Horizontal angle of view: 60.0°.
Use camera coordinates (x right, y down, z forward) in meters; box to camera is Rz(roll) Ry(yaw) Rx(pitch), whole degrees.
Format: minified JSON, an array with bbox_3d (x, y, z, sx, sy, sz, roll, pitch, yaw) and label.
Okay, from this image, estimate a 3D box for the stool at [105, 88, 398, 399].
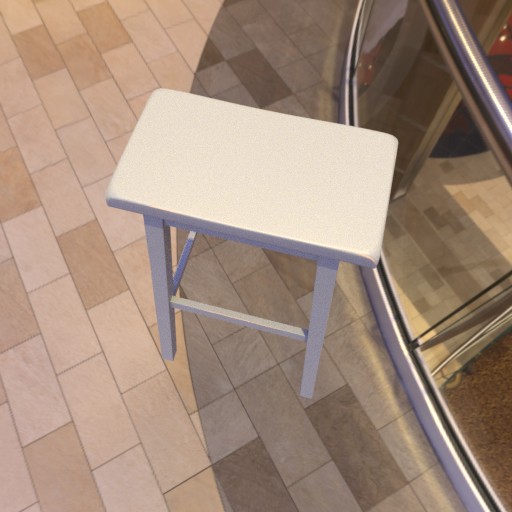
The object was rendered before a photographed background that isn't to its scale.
[{"bbox_3d":[0.000,0.000,1.065,0.457,0.737,0.476,13,66,6],"label":"stool"}]
